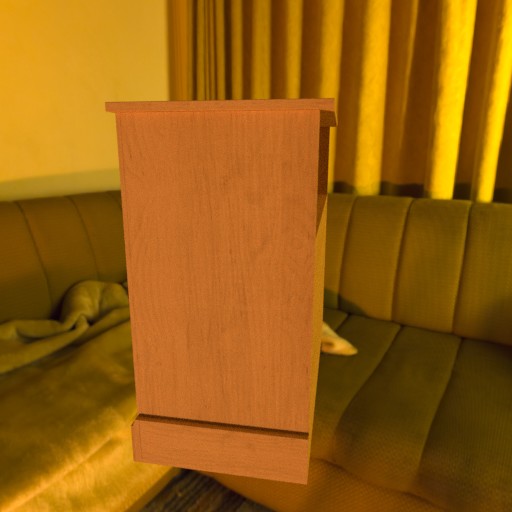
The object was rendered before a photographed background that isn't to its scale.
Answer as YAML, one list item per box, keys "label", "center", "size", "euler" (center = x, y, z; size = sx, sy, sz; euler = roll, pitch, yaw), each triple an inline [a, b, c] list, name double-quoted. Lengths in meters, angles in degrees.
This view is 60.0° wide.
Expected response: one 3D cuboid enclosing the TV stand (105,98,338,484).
- label: "TV stand"
  center: [0.000, 0.000, 1.296]
  size: [0.430, 0.787, 0.851]
  euler: [3, 14, 10]
